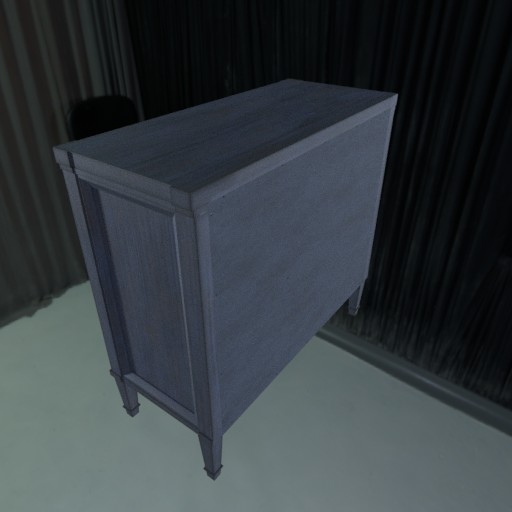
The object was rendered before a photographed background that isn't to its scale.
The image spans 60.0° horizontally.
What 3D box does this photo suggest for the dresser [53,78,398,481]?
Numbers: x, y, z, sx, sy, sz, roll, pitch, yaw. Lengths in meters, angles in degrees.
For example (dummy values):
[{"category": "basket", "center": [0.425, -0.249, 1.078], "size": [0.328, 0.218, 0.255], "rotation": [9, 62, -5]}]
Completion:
[{"category": "dresser", "center": [0.000, 0.000, 1.575], "size": [0.463, 0.986, 1.049], "rotation": [22, 38, 30]}]
